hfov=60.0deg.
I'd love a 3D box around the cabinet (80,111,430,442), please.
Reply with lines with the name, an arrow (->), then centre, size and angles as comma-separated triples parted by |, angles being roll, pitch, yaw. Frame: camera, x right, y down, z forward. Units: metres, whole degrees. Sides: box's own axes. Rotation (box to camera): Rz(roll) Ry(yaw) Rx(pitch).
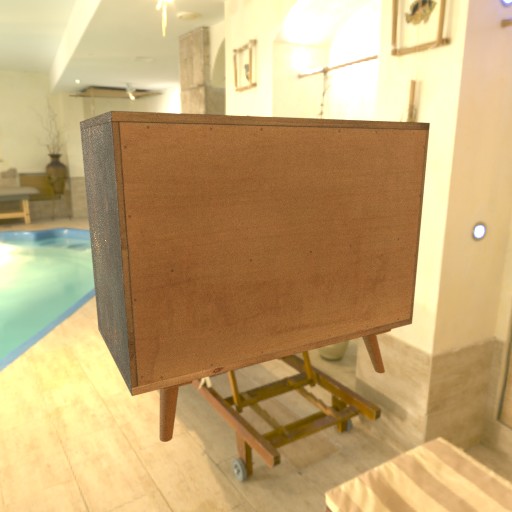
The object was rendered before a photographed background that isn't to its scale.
cabinet -> 0.000, 0.000, 1.554 | 1.023, 0.897, 0.529 | -7, 16, -28
